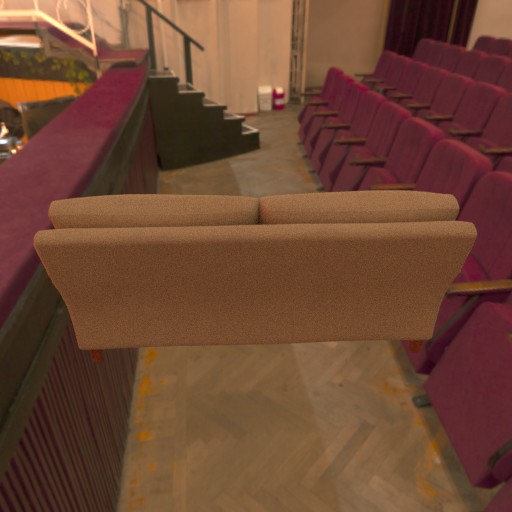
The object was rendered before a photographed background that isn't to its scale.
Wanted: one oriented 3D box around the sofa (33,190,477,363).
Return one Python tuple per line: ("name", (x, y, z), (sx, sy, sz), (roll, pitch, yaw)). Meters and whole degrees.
("sofa", (0.000, 0.000, 2.634), (2.070, 0.997, 1.091), (-1, 30, -2))
